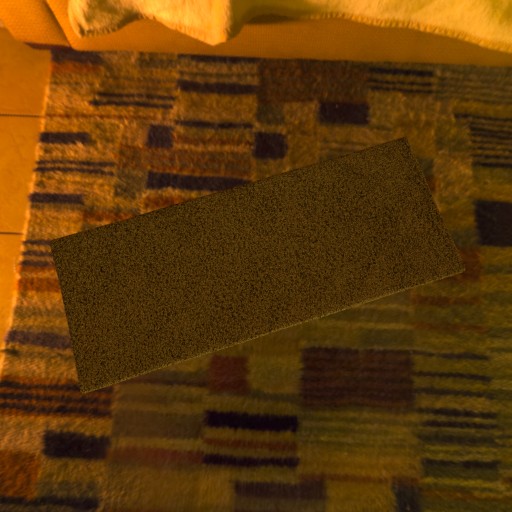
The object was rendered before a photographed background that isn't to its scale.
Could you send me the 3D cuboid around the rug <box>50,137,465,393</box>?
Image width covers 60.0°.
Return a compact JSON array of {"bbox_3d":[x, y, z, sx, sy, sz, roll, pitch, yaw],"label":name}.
[{"bbox_3d":[0.000,0.000,1.743,1.524,0.030,0.609,-17,76,-4],"label":"rug"}]
